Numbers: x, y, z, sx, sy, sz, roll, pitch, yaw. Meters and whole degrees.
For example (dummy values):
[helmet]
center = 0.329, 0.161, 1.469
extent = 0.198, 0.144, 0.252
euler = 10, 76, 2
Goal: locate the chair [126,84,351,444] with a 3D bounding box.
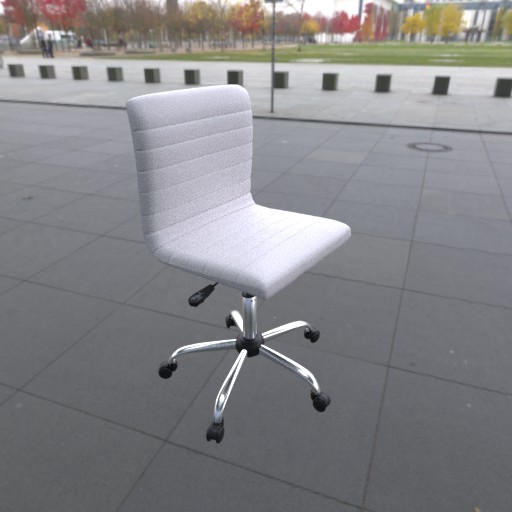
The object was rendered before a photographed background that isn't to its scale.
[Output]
[chair]
center = 0.000, 0.000, 1.083
extent = 0.455, 0.750, 0.520
euler = 18, 31, 32
